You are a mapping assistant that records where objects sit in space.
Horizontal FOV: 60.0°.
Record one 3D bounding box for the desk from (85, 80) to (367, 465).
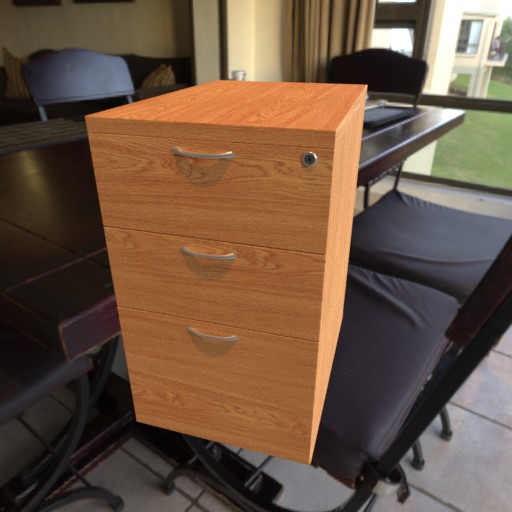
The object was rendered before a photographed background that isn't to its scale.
[{"bbox_3d":[0.000,0.000,1.074,0.404,0.730,0.600,8,28,15],"label":"desk"}]
